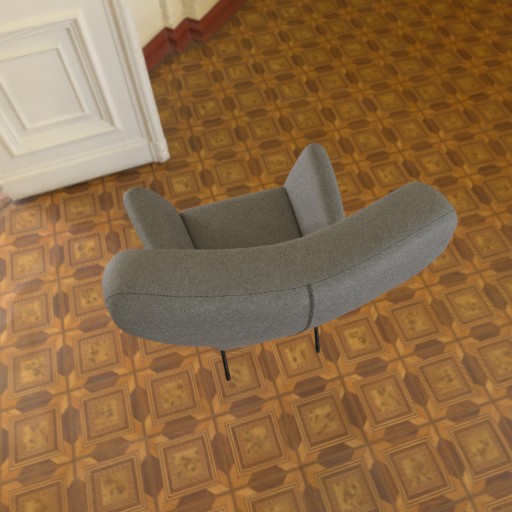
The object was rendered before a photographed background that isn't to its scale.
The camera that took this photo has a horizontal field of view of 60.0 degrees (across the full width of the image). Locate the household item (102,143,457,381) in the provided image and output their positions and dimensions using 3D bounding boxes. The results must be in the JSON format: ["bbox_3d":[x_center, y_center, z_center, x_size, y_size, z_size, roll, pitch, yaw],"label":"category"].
[{"bbox_3d":[0.000,0.000,1.718,0.980,1.050,0.900,-15,59,-9],"label":"household item"}]
